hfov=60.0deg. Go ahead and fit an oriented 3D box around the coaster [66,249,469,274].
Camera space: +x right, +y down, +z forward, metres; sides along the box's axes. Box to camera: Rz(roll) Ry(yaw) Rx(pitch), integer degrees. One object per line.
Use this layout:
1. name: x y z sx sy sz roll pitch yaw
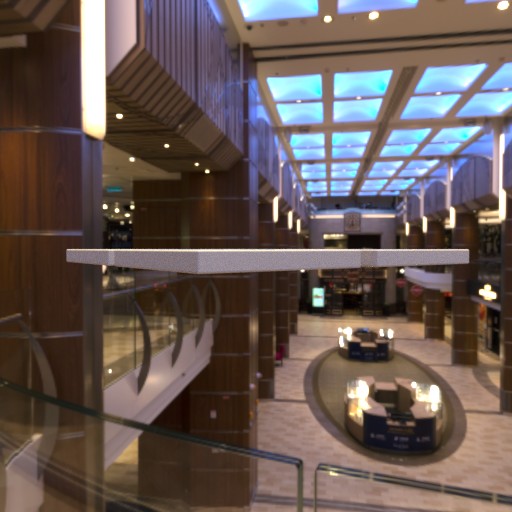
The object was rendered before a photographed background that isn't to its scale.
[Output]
1. coaster: 0.000 0.000 0.334 0.219 0.010 0.214 -1 1 -37
